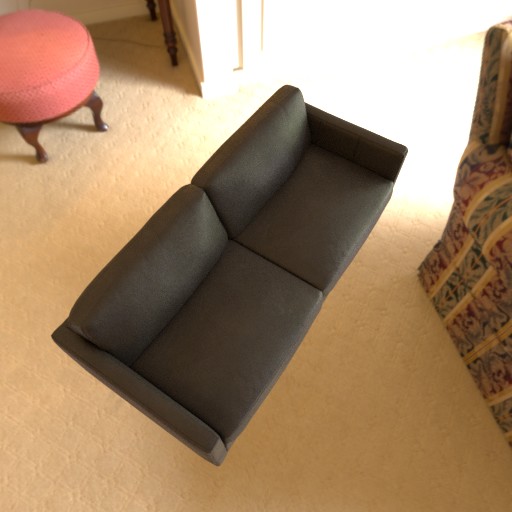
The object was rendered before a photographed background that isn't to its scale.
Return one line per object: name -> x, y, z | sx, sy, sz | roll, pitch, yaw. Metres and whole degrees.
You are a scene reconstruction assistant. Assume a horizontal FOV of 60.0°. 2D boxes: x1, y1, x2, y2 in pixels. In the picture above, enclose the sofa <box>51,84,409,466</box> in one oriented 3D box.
sofa -> 0.000, 0.000, 2.463 | 0.933, 0.863, 1.971 | 30, 64, 16
